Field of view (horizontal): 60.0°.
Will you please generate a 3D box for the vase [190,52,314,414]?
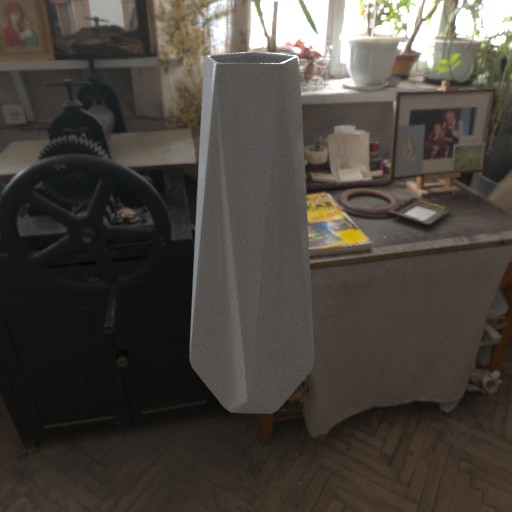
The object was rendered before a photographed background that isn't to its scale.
[{"bbox_3d":[0.000,0.000,0.399,0.122,0.329,0.116,22,37,32],"label":"vase"}]
